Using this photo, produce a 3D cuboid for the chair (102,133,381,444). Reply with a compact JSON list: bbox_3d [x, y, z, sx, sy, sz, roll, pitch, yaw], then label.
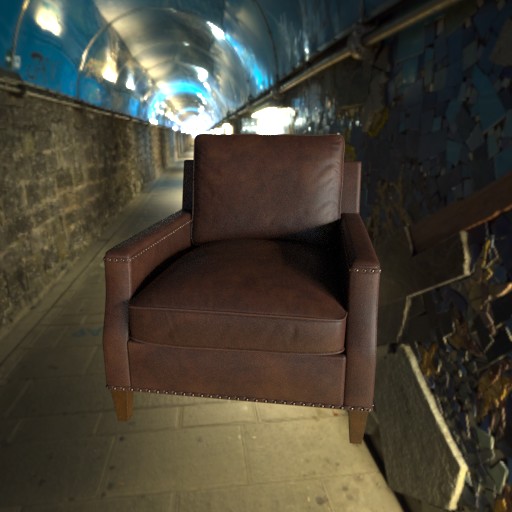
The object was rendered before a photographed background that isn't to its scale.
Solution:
[{"bbox_3d":[0.000,0.000,1.742,0.853,0.929,1.014,2,16,8],"label":"chair"}]
